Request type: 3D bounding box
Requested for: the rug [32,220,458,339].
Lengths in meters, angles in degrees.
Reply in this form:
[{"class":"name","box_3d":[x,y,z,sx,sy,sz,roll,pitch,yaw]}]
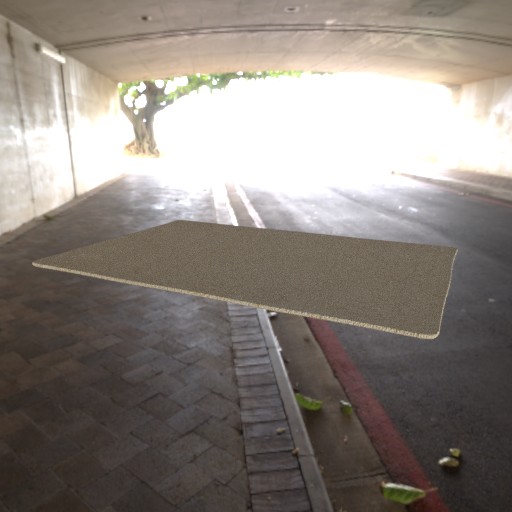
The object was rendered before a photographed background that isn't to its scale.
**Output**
[{"class":"rug","box_3d":[0.000,0.000,3.331,2.698,0.025,1.798,7,17,25]}]
